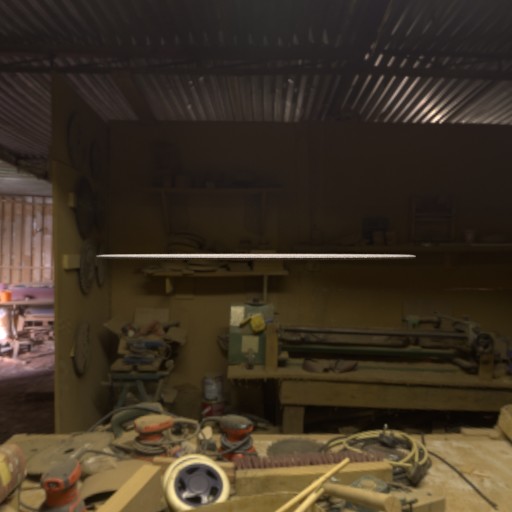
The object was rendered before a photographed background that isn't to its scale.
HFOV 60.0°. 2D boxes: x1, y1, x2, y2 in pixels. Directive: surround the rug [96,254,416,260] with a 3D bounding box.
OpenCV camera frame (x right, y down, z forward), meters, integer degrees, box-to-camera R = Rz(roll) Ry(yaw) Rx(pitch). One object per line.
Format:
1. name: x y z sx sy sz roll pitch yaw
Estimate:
1. rug: 0.000 0.000 2.346 1.593 0.012 1.593 0 1 0
